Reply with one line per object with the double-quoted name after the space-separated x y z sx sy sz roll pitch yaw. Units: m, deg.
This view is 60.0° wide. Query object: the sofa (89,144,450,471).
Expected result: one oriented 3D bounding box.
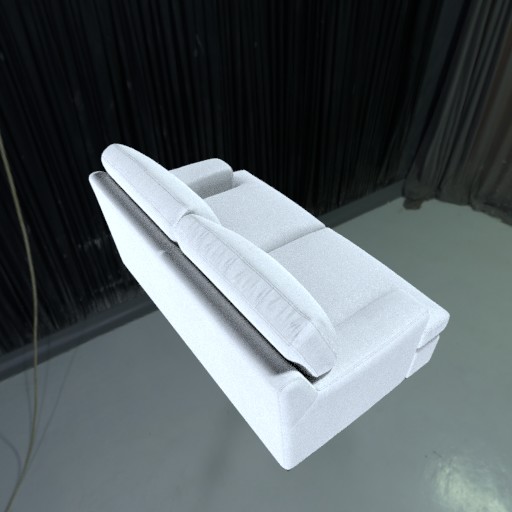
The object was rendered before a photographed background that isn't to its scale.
0.000 0.000 2.503 1.143 0.940 1.880 -26 47 -27 "sofa"
